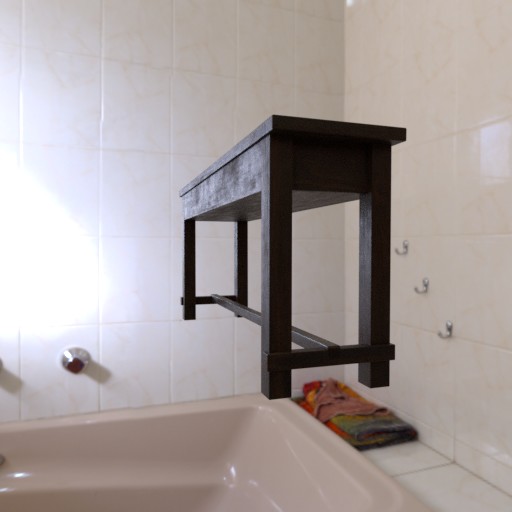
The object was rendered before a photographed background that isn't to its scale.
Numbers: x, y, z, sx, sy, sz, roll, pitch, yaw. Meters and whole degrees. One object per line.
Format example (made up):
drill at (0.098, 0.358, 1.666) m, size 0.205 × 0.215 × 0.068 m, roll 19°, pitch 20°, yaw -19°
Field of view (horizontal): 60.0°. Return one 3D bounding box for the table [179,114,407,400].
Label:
table at (0.000, 0.000, 1.978) m, size 0.442 × 0.762 × 1.599 m, roll 0°, pitch 1°, yaw -18°
